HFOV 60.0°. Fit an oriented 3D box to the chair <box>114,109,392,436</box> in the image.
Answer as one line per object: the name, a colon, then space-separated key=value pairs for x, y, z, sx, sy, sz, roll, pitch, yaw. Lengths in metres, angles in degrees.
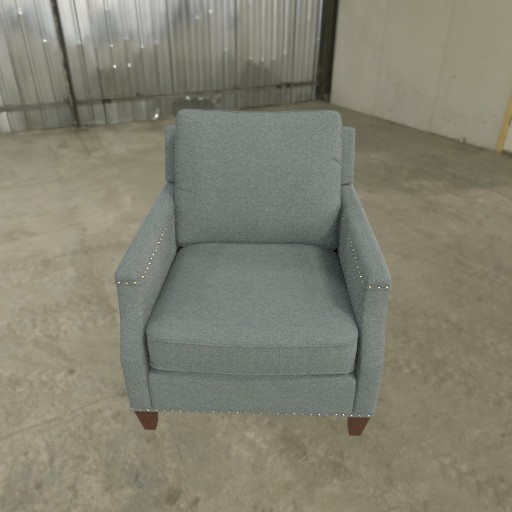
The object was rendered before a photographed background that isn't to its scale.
chair: x=0.000 y=0.000 z=1.809 sx=0.885 sy=1.031 sz=1.031 roll=1 pitch=31 yaw=2
